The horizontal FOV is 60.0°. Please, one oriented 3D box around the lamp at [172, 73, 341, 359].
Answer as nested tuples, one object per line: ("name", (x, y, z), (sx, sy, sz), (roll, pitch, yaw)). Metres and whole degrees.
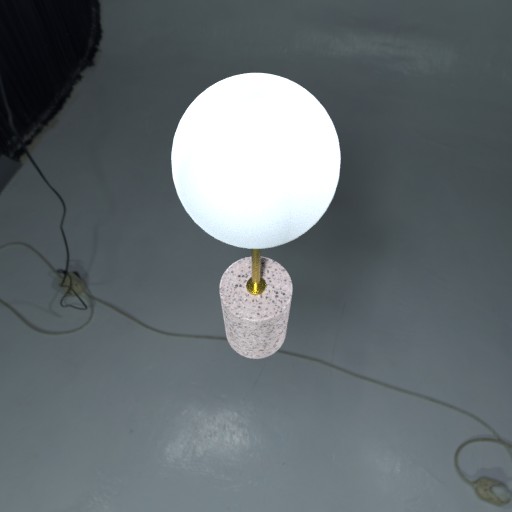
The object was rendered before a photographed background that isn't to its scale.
("lamp", (0.000, 0.000, 0.547), (0.153, 0.480, 0.153), (0, 59, 0))
